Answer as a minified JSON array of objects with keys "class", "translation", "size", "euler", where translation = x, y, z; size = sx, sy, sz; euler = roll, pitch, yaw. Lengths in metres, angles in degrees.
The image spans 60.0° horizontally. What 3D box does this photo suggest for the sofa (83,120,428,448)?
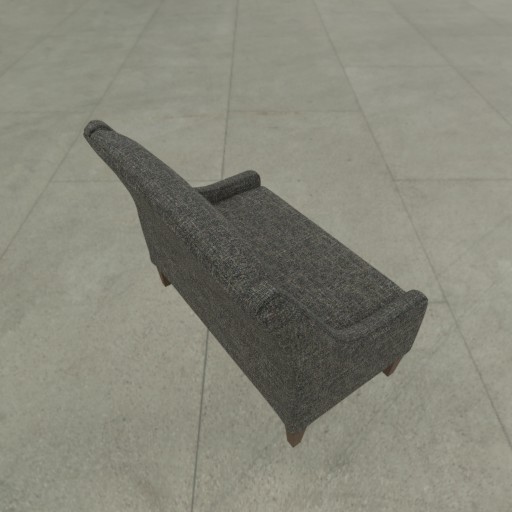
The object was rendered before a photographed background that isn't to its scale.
[{"class":"sofa","translation":[0.000,0.000,1.932],"size":[0.870,1.021,1.242],"euler":[-26,48,-26]}]
